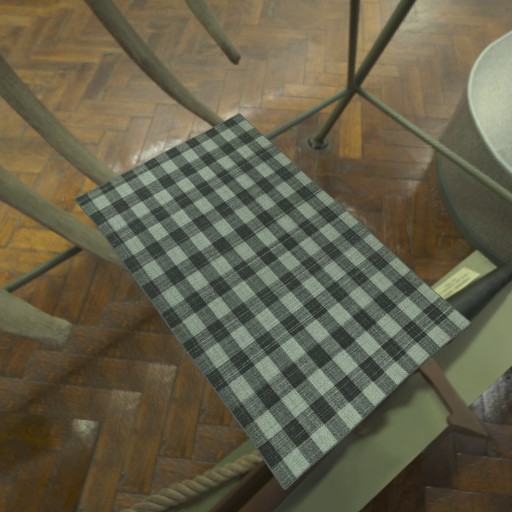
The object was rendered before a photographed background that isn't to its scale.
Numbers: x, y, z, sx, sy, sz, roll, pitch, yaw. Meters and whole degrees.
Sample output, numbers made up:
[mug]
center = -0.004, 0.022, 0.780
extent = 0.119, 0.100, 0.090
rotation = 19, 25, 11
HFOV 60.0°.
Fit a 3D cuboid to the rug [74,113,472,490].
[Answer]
[rug]
center = 0.000, 0.000, 3.071
extent = 1.554, 0.011, 2.476
rotation = -33, 64, -19
